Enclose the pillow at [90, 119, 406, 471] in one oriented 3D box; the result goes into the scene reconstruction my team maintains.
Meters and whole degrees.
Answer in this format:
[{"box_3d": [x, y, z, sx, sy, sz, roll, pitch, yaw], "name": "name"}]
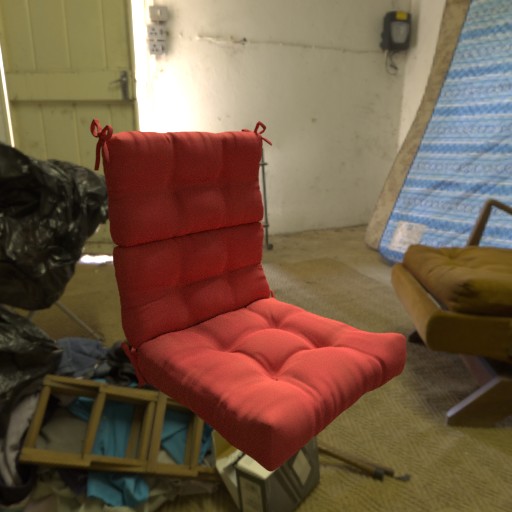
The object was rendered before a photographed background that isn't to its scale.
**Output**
[{"box_3d": [0.000, 0.000, 1.015, 0.519, 0.605, 0.571, -15, 21, -43], "name": "pillow"}]
